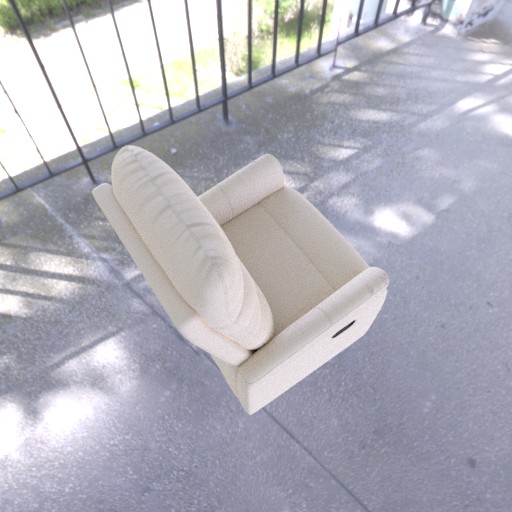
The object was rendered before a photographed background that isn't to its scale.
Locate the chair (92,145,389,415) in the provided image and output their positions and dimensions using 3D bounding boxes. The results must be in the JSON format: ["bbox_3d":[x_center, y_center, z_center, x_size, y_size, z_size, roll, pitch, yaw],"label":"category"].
[{"bbox_3d":[0.000,0.000,1.669,0.831,1.082,0.775,-30,63,-17],"label":"chair"}]
